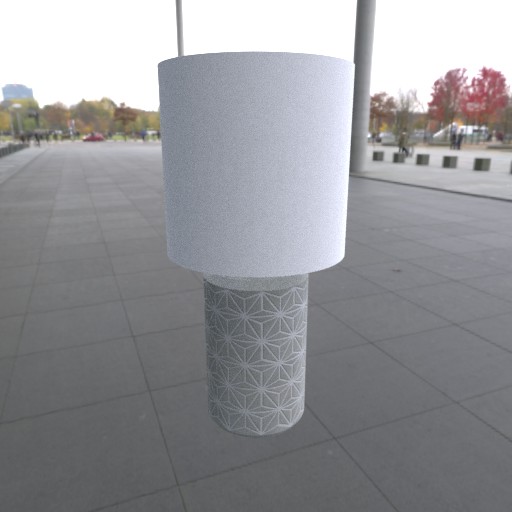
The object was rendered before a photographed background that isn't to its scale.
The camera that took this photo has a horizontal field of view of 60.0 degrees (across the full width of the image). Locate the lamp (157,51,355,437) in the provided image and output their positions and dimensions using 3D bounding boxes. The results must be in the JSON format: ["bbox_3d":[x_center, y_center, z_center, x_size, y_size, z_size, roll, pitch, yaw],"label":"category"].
[{"bbox_3d":[0.000,0.000,0.528,0.206,0.416,0.206,-2,16,-7],"label":"lamp"}]
